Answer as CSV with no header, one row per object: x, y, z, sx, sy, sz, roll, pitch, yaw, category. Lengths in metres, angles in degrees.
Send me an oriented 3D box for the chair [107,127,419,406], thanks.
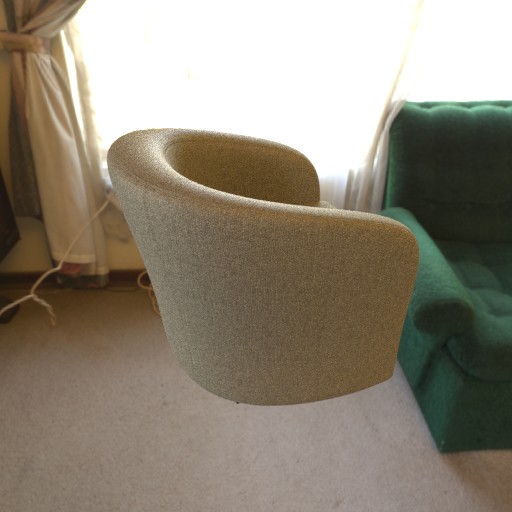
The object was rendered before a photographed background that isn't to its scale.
0.000,0.000,1.438,0.815,0.771,0.791,-10,32,-16,chair
